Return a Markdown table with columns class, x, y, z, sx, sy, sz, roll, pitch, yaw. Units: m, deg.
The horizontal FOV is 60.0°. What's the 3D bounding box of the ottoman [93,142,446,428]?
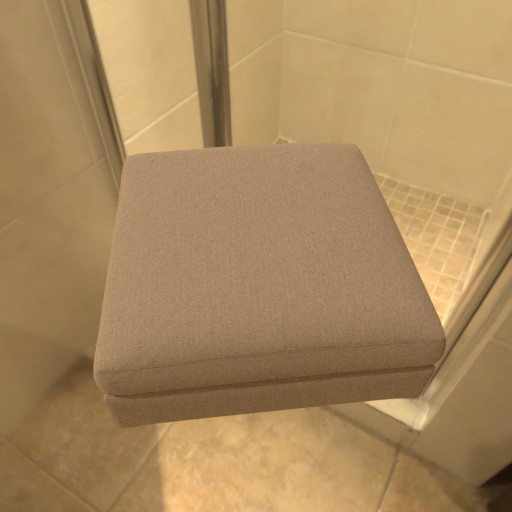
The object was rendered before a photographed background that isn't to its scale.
| class | x | y | z | sx | sy | sz | roll | pitch | yaw |
| --- | --- | --- | --- | --- | --- | --- | --- | --- | --- |
| ottoman | 0.000 | 0.000 | 1.661 | 1.041 | 0.470 | 1.041 | -5 | 48 | -4 |
